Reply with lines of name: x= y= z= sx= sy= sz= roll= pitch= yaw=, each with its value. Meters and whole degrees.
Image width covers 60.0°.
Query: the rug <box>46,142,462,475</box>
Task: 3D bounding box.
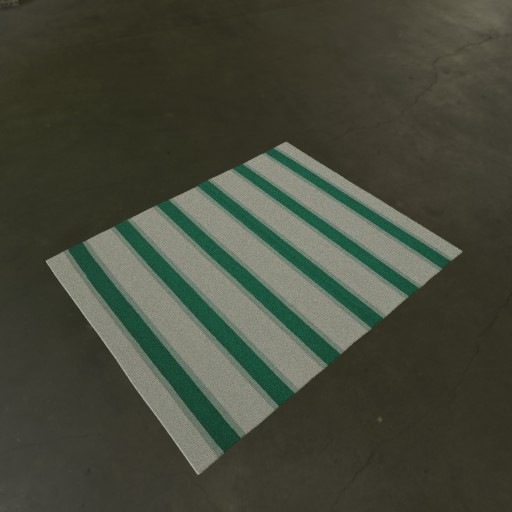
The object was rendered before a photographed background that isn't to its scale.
rug: x=0.000 y=0.000 z=4.127 sx=3.041 sy=0.019 sz=2.434 roll=-32 pitch=55 yaw=-26
